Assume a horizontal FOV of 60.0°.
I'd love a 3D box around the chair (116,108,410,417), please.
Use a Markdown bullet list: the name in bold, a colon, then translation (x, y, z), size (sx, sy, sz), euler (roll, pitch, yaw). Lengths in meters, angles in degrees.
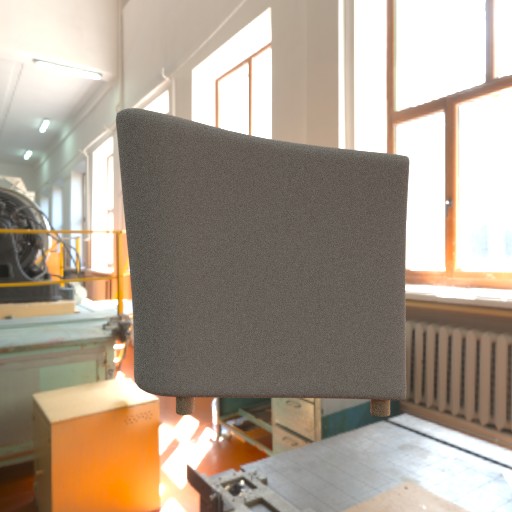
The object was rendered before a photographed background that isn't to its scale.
- **chair**: translation (0.000, 0.000, 1.351), size (0.700, 0.720, 0.790), euler (0, 0, 1)
